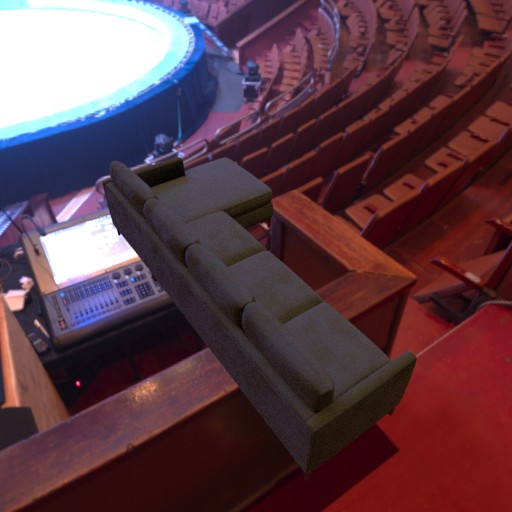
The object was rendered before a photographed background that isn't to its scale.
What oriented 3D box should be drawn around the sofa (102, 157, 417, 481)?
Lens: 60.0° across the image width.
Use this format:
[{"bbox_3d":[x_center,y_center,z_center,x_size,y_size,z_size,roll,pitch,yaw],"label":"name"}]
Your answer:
[{"bbox_3d":[0.000,0.000,3.234,1.255,0.756,2.725,-25,47,-26],"label":"sofa"}]
